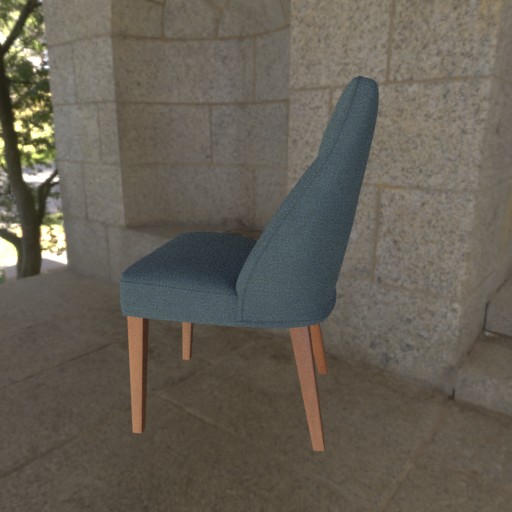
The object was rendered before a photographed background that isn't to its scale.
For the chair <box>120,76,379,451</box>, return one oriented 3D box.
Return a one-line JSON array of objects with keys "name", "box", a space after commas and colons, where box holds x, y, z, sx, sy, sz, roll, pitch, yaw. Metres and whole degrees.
[{"name": "chair", "box": [0.000, 0.000, 1.275, 0.620, 0.930, 0.500, 3, 15, 9]}]
